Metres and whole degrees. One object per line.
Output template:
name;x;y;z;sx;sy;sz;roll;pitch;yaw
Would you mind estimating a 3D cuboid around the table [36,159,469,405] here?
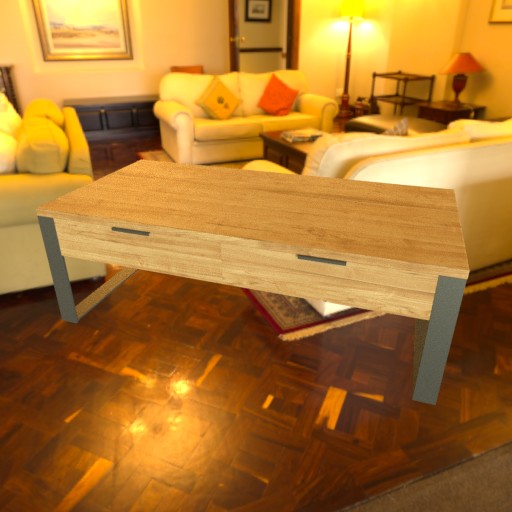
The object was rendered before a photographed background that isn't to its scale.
table;0.000;0.000;1.470;1.180;0.400;0.590;9;28;17
